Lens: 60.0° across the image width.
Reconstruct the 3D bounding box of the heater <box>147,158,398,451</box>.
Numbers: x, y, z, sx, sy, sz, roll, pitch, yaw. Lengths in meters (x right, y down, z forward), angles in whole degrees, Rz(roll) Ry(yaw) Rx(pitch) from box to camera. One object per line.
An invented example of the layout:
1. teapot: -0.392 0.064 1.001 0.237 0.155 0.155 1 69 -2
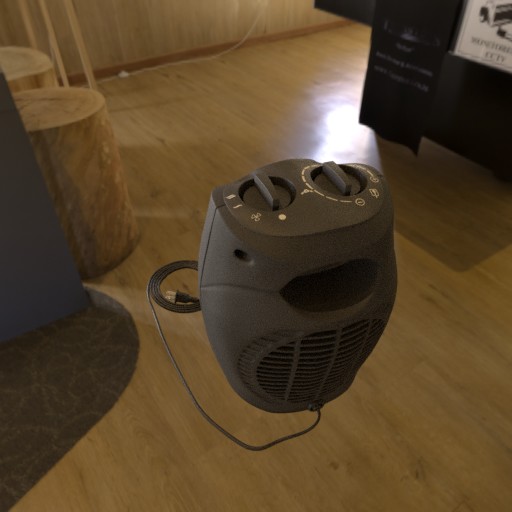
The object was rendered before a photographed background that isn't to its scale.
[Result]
1. heater: 0.000 0.000 0.464 0.239 0.240 0.291 -12 44 -13
